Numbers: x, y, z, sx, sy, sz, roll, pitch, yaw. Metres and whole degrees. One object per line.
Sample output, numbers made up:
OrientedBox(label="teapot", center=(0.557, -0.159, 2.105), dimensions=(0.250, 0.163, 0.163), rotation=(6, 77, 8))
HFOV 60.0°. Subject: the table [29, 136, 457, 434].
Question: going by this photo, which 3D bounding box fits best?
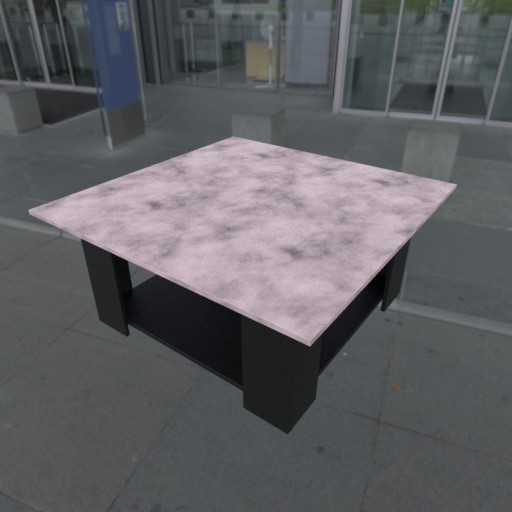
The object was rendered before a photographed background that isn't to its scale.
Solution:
OrientedBox(label="table", center=(0.000, 0.000, 1.051), dimensions=(0.670, 0.305, 0.670), rotation=(21, 37, 31))
